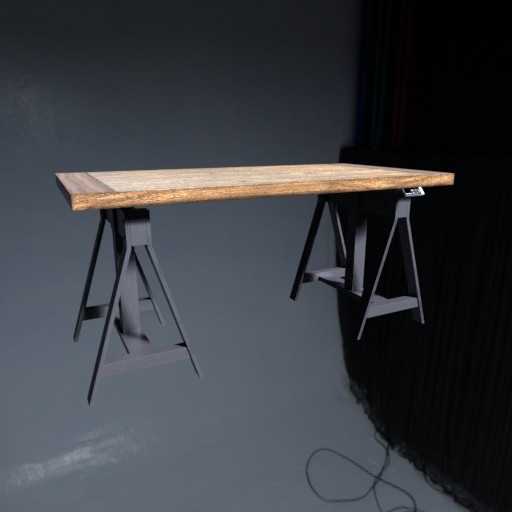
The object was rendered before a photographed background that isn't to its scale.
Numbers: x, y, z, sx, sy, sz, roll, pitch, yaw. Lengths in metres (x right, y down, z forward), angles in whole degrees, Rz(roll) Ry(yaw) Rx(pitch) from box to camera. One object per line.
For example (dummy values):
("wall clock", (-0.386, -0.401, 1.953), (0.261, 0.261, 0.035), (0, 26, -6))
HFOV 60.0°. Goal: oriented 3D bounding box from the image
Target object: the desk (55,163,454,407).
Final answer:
("desk", (0.000, 0.000, 1.978), (1.543, 0.725, 0.784), (-8, 17, -26))
